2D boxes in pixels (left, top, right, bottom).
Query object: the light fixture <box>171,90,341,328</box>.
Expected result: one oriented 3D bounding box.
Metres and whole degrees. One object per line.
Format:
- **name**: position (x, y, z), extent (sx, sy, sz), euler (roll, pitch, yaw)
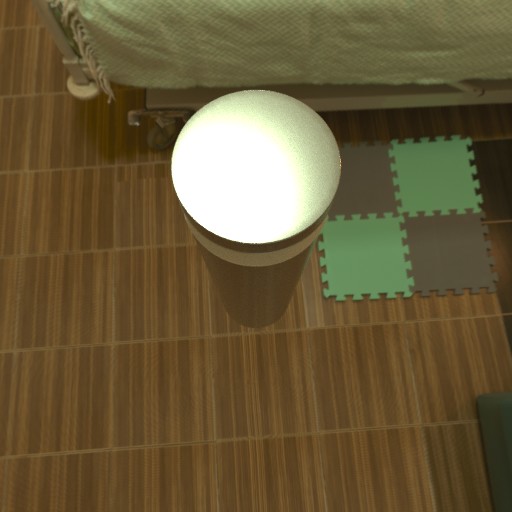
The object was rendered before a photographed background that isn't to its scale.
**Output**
- **light fixture**: position (0.000, 0.000, 0.452), extent (0.102, 0.400, 0.102), euler (-32, 77, -9)
